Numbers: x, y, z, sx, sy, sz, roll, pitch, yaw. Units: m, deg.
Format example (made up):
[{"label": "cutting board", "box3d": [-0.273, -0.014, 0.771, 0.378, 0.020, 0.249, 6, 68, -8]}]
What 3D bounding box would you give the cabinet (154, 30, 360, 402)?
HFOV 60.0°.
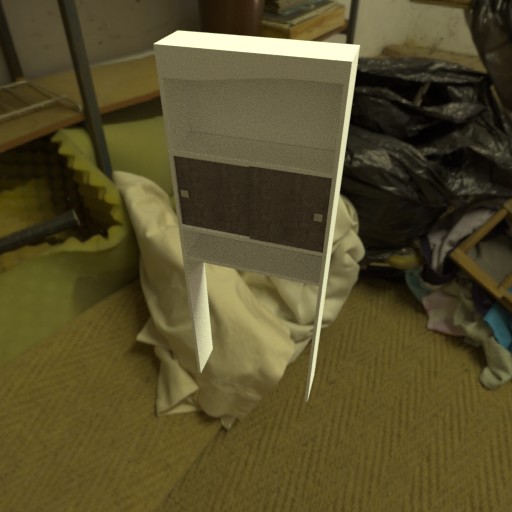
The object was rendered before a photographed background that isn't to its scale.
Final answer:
[{"label": "cabinet", "box3d": [0.000, 0.000, 1.996, 0.643, 1.770, 0.192, 11, 41, 13]}]
